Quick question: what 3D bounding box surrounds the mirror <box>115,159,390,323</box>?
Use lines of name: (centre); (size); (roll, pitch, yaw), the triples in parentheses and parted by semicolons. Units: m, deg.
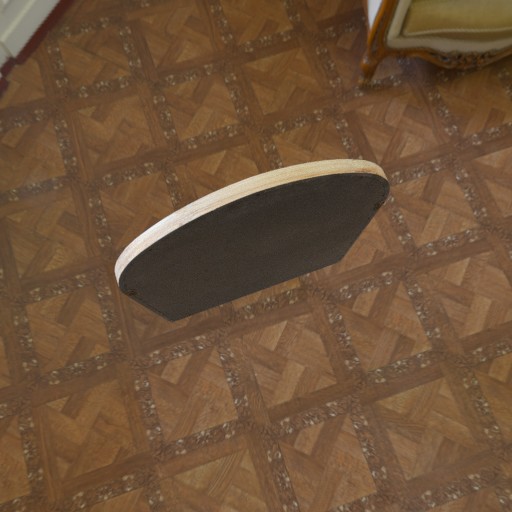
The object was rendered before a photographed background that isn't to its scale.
mirror: (0.000, 0.000, 1.184); (0.660, 0.920, 0.032); (-20, 76, -5)
